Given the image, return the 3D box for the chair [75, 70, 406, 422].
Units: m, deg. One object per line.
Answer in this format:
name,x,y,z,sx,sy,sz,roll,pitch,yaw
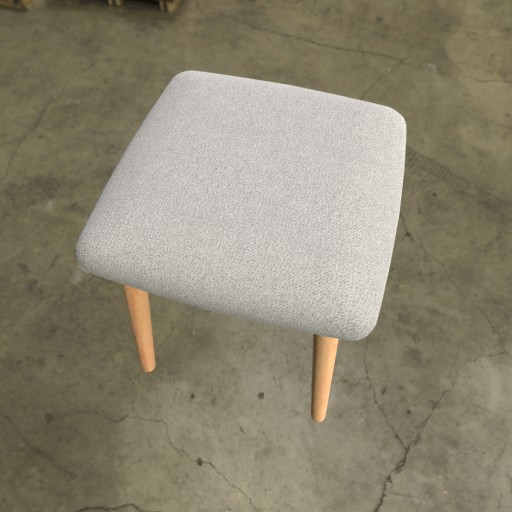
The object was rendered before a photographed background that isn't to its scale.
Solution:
chair,0.000,0.000,0.695,0.350,0.440,0.350,14,60,8
